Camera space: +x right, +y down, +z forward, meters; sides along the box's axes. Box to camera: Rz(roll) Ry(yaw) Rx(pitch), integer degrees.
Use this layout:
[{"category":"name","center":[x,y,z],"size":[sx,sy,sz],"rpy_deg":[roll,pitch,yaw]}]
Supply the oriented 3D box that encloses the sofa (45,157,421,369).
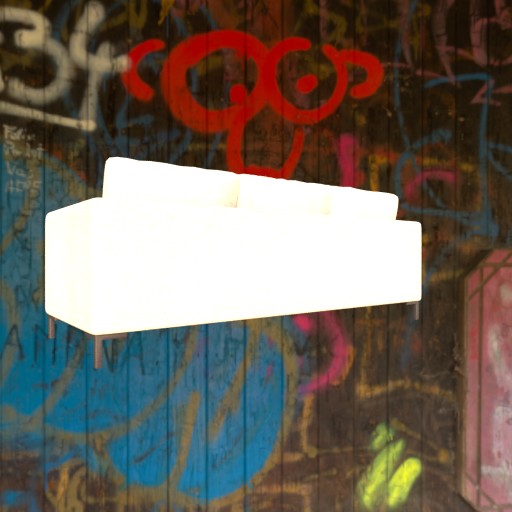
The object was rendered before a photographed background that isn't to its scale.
[{"category":"sofa","center":[0.000,0.000,2.709],"size":[2.218,0.874,0.859],"rpy_deg":[0,0,-37]}]
